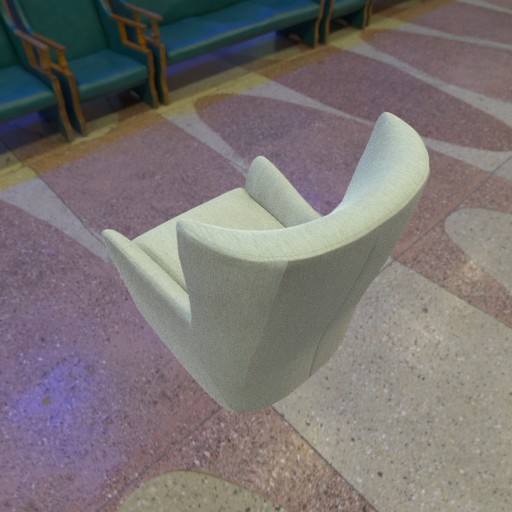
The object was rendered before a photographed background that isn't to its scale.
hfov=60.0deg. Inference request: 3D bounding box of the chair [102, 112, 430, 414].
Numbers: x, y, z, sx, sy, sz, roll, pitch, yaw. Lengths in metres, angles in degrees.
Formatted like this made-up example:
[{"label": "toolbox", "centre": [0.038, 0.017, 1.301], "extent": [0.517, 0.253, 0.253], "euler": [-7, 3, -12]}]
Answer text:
[{"label": "chair", "centre": [0.000, 0.000, 1.603], "extent": [0.779, 1.000, 0.904], "euler": [-32, 53, -27]}]
